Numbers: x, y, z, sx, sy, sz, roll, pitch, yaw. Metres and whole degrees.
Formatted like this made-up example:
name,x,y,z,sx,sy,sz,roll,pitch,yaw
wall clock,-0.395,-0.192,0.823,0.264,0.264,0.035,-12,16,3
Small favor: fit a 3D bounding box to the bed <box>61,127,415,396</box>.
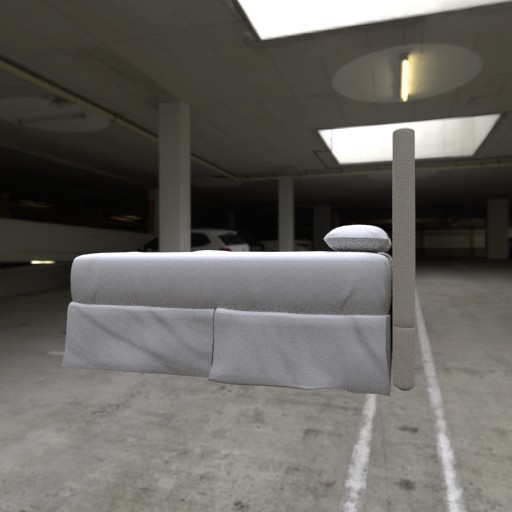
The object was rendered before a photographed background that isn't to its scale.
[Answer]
name,x,y,z,sx,sy,sz,roll,pitch,yaw
bed,0.000,0.000,3.325,2.196,1.449,1.741,0,0,18
